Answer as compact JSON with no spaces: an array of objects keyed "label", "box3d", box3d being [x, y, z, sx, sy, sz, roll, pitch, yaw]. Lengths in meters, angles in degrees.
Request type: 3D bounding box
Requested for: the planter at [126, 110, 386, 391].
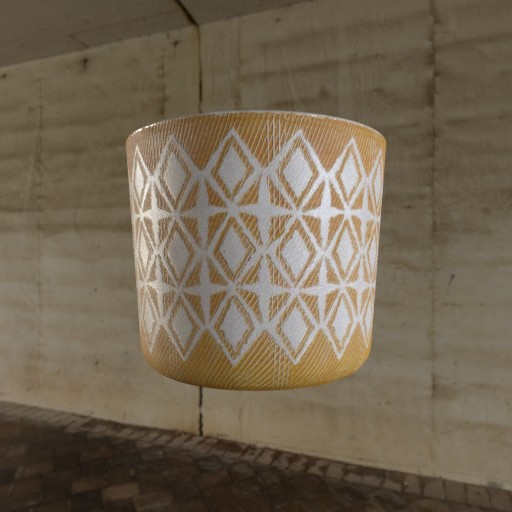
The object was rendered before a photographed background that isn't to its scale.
[{"label":"planter","box3d":[0.000,0.000,0.343,0.193,0.165,0.193,0,0,0]}]
